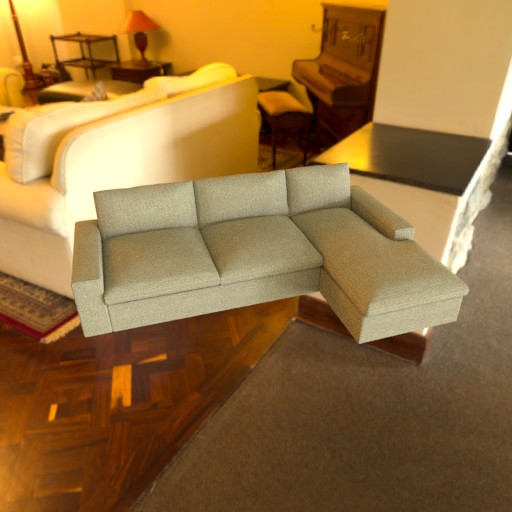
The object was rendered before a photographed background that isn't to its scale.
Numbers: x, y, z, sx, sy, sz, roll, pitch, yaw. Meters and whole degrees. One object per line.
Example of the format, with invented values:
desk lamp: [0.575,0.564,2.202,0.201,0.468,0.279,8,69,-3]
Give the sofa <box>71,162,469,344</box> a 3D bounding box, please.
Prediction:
sofa: [0.000,0.000,3.506,2.718,0.813,1.689,-9,33,-15]
